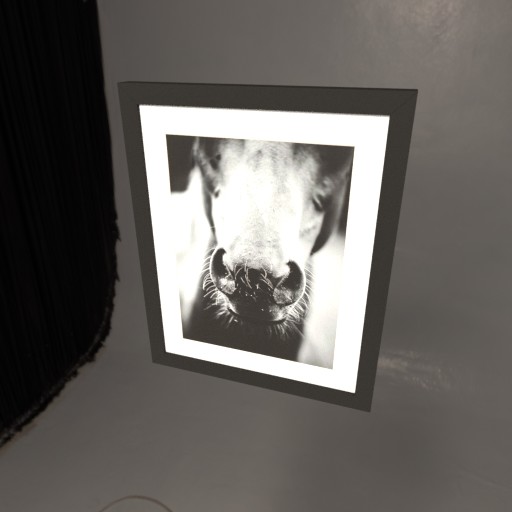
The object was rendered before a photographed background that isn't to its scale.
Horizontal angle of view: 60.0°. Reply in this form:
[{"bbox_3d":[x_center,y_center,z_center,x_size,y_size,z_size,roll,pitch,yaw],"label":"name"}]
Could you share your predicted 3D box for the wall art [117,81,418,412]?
[{"bbox_3d":[0.000,0.000,0.561,0.329,0.404,0.024,8,27,16],"label":"wall art"}]
